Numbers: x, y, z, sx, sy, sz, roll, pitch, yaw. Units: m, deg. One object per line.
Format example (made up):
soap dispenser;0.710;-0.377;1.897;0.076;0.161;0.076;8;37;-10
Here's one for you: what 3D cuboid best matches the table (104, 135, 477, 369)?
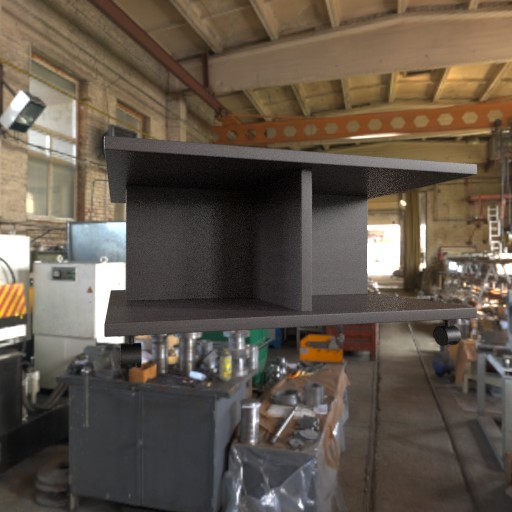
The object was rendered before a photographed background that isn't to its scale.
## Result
table;0.000;0.000;1.206;0.762;0.396;0.762;0;0;-17
